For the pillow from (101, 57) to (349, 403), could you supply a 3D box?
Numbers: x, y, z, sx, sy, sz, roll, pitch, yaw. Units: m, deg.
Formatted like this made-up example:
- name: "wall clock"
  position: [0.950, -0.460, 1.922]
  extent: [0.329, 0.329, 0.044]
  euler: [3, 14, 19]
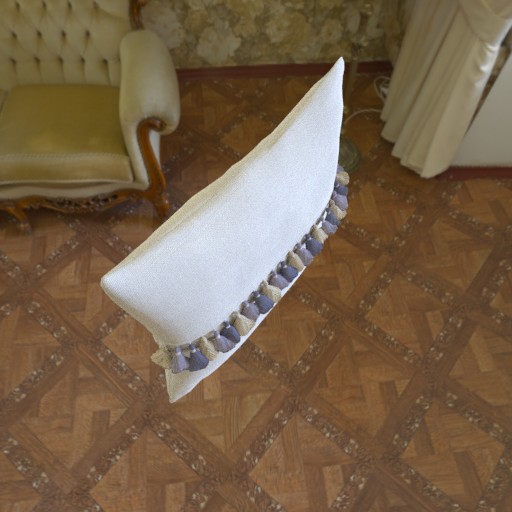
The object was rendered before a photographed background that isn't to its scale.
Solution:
- name: "pillow"
  position: [0.000, 0.000, 0.740]
  extent: [0.165, 0.481, 0.489]
  euler: [33, 64, 19]
